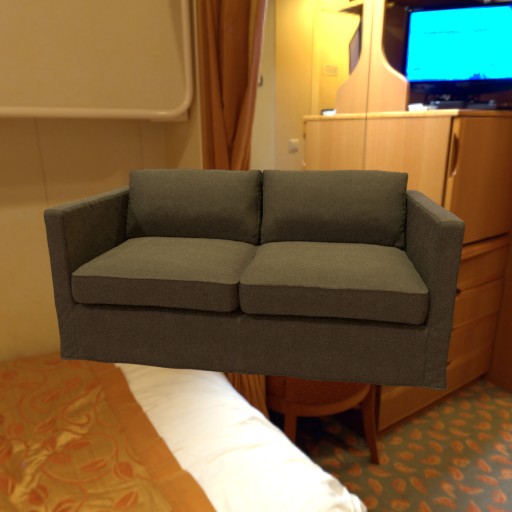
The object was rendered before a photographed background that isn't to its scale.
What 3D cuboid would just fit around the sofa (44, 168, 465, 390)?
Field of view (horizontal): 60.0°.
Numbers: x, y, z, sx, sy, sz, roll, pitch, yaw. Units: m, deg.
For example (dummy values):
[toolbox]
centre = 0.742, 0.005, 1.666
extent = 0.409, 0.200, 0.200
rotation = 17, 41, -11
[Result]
[sofa]
centre = 0.000, 0.000, 2.329
extent = 1.802, 0.854, 0.974
rotation = 2, 16, 8
